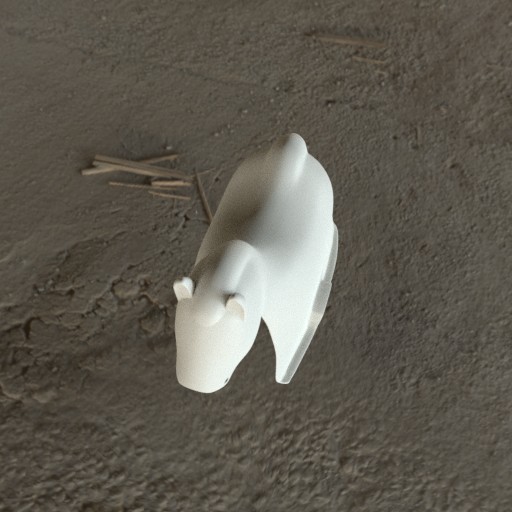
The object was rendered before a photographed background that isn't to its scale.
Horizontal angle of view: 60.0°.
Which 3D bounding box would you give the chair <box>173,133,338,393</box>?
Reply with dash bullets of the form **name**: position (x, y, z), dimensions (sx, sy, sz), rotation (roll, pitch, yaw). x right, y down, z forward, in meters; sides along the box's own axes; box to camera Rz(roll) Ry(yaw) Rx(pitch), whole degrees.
- **chair**: position (0.000, 0.000, 1.177), dimensions (0.429, 0.612, 0.800), rotation (16, 60, 10)
